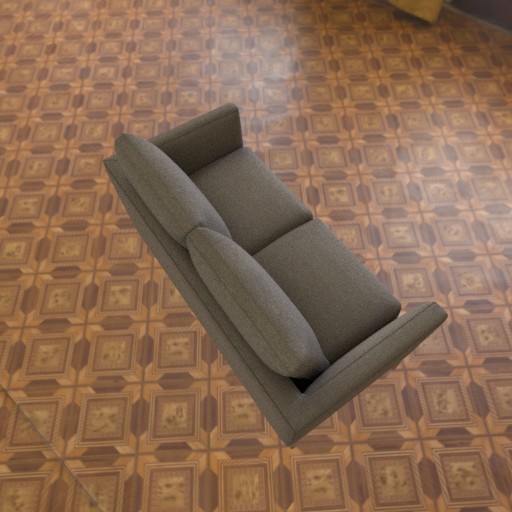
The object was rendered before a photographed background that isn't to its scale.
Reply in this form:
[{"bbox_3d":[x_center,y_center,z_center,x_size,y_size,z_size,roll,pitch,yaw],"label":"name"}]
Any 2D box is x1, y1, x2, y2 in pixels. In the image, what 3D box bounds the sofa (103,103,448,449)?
[{"bbox_3d":[0.000,0.000,2.192,0.803,0.924,1.594,-31,63,-18],"label":"sofa"}]
